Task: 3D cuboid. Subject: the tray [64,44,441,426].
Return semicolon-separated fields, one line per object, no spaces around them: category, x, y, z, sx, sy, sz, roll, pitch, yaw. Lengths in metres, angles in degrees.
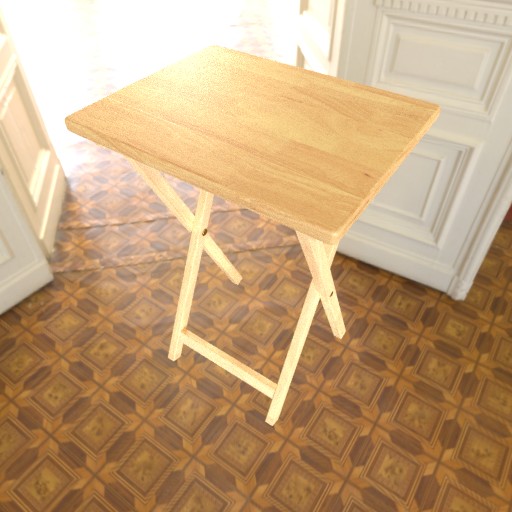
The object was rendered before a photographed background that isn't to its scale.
tray;0.000;0.000;0.945;0.483;0.660;0.381;26;51;23
